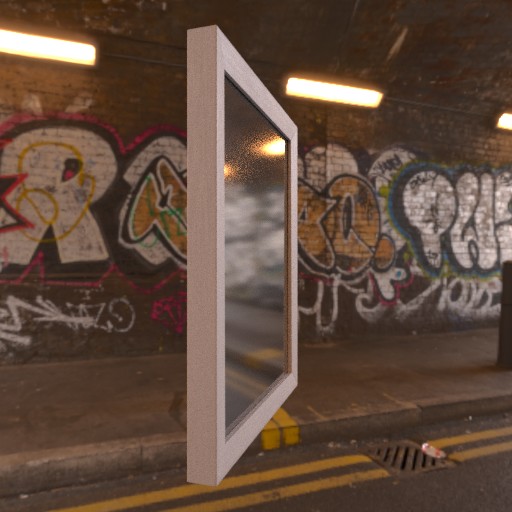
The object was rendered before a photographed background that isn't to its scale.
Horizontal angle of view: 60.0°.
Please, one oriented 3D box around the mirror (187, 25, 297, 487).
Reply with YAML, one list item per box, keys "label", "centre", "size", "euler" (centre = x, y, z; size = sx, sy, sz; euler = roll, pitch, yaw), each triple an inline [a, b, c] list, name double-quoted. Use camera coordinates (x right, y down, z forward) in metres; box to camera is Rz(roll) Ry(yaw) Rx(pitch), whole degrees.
- label: "mirror"
  centre: [0.000, 0.000, 0.685]
  size: [0.041, 0.508, 0.405]
  euler: [0, 0, 18]
